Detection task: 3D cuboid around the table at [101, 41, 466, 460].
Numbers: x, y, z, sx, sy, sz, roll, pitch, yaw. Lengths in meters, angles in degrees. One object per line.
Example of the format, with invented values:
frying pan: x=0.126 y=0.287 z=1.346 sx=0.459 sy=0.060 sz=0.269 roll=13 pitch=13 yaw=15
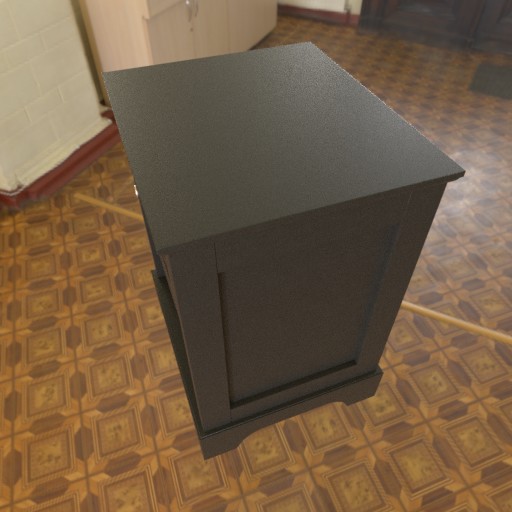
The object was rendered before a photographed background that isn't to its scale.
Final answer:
table: x=0.000 y=0.000 z=0.882 sx=0.399 sy=0.610 sz=0.460 roll=-15 pitch=48 yaw=-14
